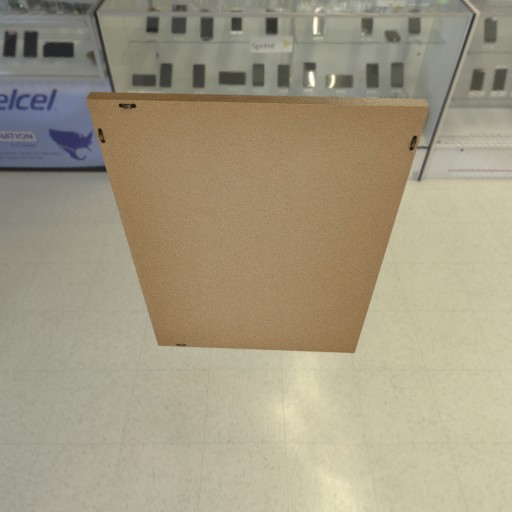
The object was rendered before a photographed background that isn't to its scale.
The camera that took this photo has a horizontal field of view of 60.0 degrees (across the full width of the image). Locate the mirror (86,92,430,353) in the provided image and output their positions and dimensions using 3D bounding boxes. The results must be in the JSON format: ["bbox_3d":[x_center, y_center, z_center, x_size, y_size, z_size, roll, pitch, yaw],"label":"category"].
[{"bbox_3d":[0.000,0.000,1.359,0.762,1.016,0.041,2,46,2],"label":"mirror"}]
